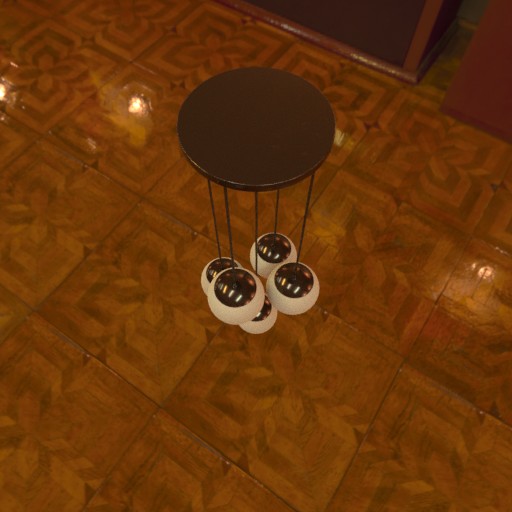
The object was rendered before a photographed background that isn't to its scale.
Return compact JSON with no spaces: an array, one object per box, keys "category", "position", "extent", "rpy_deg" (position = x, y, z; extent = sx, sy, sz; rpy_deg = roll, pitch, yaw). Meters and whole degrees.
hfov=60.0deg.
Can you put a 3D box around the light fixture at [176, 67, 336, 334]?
[{"category":"light fixture","position":[0.000,0.000,1.524],"extent":[0.484,1.271,0.489],"rpy_deg":[33,67,16]}]
